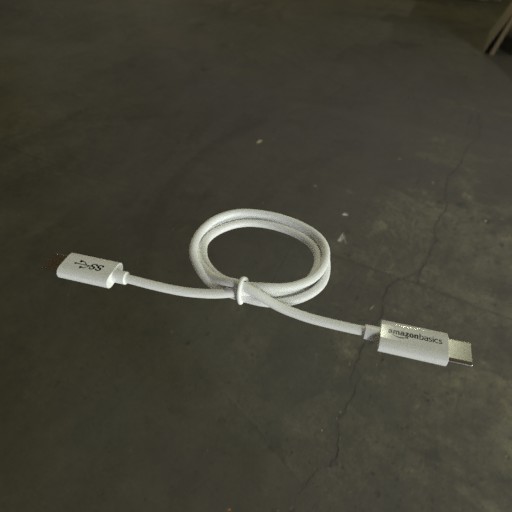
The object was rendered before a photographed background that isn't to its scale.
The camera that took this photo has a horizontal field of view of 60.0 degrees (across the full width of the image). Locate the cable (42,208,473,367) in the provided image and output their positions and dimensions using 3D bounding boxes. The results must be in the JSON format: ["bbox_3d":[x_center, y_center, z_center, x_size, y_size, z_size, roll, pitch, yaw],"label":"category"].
[{"bbox_3d":[0.000,0.000,0.205,0.186,0.014,0.070,11,43,12],"label":"cable"}]
